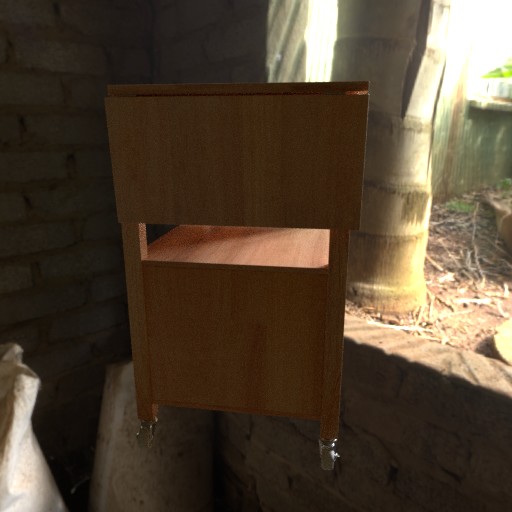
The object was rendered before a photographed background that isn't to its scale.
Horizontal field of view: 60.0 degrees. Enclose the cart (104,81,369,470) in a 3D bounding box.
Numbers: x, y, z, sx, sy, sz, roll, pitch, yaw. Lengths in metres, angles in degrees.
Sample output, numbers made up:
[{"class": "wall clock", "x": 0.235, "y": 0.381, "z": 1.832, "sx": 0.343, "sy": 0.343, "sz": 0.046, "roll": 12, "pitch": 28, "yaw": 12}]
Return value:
[{"class": "cart", "x": 0.000, "y": 0.000, "z": 1.228, "sx": 0.508, "sy": 0.838, "sz": 0.640, "roll": 2, "pitch": 16, "yaw": 9}]
